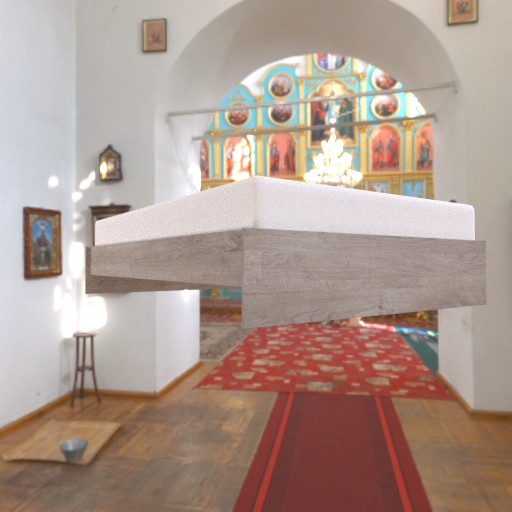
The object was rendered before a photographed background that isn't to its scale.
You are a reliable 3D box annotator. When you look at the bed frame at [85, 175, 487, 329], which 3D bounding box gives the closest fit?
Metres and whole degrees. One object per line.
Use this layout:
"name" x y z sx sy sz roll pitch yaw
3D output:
"bed frame" 0.000 0.000 2.598 1.445 0.497 1.945 1 -1 -35
